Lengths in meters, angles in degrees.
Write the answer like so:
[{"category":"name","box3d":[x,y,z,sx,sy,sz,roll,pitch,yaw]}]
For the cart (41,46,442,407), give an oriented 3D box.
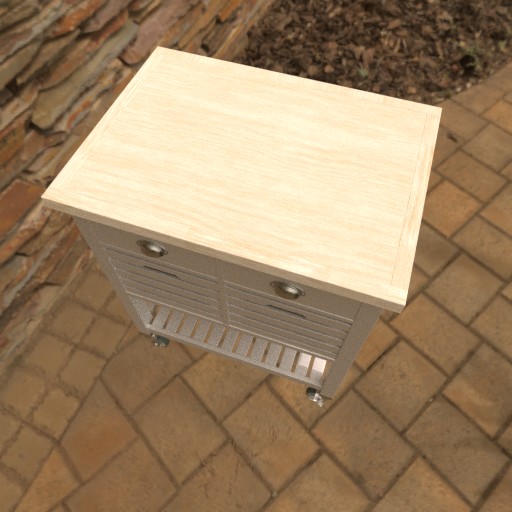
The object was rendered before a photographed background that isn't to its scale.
[{"category":"cart","box3d":[0.000,0.000,1.390,0.762,0.914,0.559,16,60,10]}]
